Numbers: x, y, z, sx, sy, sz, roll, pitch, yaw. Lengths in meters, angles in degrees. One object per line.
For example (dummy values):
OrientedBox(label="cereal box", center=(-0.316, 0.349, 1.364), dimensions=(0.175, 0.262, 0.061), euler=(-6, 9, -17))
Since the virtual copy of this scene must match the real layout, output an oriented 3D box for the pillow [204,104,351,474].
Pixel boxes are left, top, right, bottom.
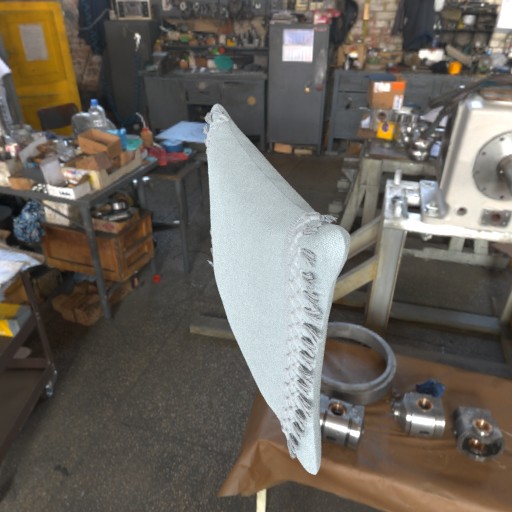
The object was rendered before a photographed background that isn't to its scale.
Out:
OrientedBox(label="pillow", center=(0.000, 0.000, 0.591), dimensions=(0.084, 0.305, 0.466), euler=(-8, 32, -14))
